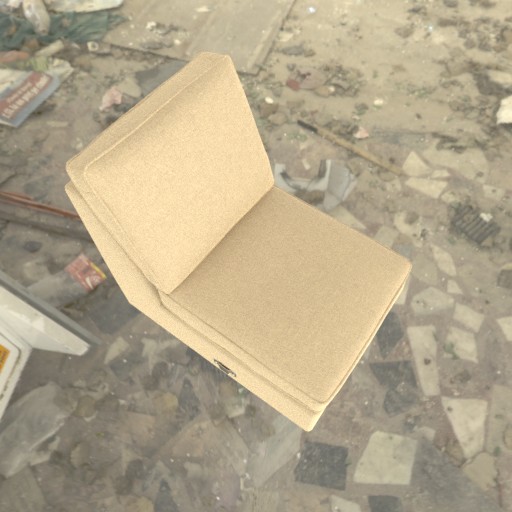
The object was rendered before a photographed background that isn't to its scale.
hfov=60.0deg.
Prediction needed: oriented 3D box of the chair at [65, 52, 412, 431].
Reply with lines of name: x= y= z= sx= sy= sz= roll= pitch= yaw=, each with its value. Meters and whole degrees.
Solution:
chair: x=0.000 y=0.000 z=1.532 sx=0.938 sy=0.970 sz=0.621 roll=32 pitch=63 yaw=18
